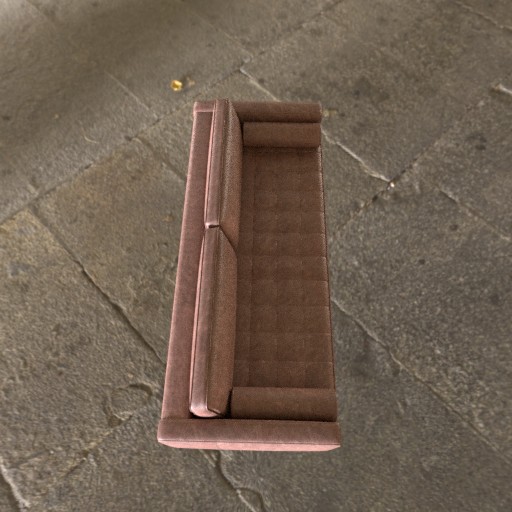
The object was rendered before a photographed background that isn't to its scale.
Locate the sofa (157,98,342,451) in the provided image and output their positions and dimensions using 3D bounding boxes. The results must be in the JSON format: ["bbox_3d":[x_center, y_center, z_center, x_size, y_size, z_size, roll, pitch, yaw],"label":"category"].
[{"bbox_3d":[0.000,0.000,2.759,0.914,0.762,2.210,1,64,1],"label":"sofa"}]
